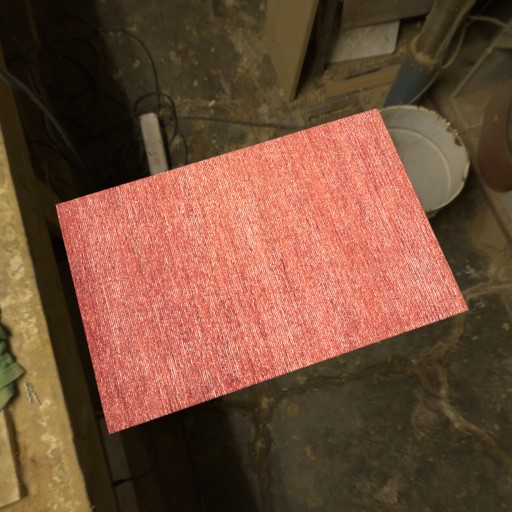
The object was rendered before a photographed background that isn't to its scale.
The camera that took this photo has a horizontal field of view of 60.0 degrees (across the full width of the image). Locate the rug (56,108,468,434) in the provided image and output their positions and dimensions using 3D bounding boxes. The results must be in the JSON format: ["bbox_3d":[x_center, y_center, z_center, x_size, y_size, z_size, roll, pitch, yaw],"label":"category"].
[{"bbox_3d":[0.000,0.000,2.165,1.747,0.011,1.139,-18,76,-5],"label":"rug"}]
